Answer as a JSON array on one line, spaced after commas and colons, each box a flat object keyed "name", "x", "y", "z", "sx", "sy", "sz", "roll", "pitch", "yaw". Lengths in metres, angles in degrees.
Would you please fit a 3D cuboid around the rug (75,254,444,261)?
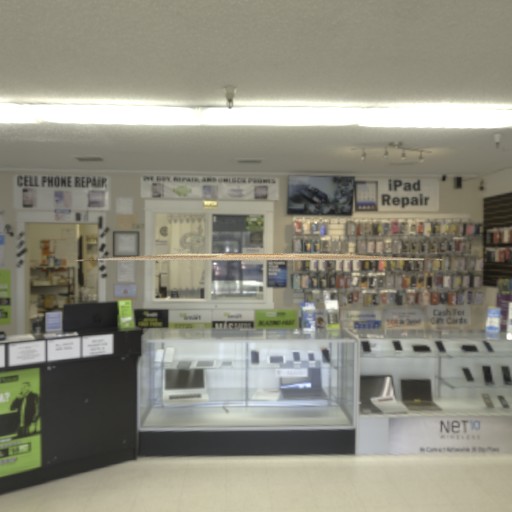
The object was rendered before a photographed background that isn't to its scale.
[{"name": "rug", "x": 0.000, "y": 0.000, "z": 2.428, "sx": 1.268, "sy": 0.007, "sz": 1.918, "roll": 0, "pitch": 1, "yaw": -1}]
